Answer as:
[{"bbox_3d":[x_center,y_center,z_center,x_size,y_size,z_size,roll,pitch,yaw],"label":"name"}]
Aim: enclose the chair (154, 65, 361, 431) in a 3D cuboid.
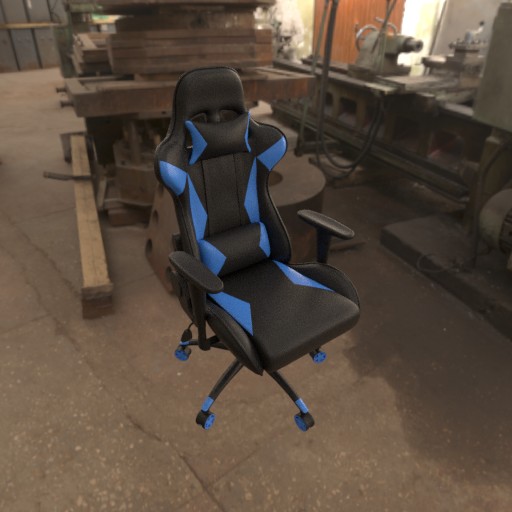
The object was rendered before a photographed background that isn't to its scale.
[{"bbox_3d":[0.000,0.000,1.682,0.695,1.282,0.730,-21,36,-32],"label":"chair"}]
